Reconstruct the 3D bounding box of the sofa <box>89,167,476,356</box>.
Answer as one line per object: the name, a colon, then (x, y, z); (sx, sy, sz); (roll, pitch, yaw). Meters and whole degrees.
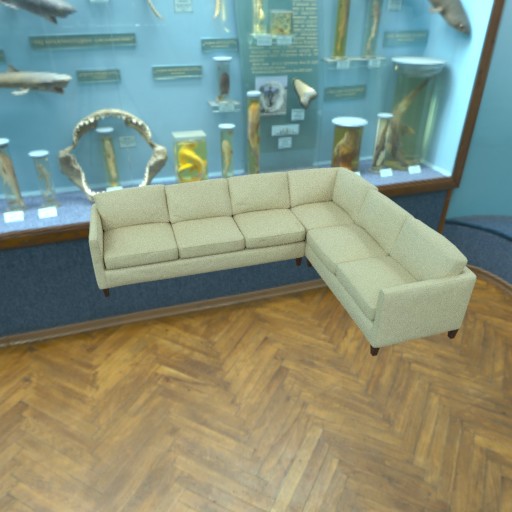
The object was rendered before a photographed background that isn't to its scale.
sofa: (0.000, 0.000, 4.614); (3.302, 0.947, 2.593); (-9, 32, -14)
